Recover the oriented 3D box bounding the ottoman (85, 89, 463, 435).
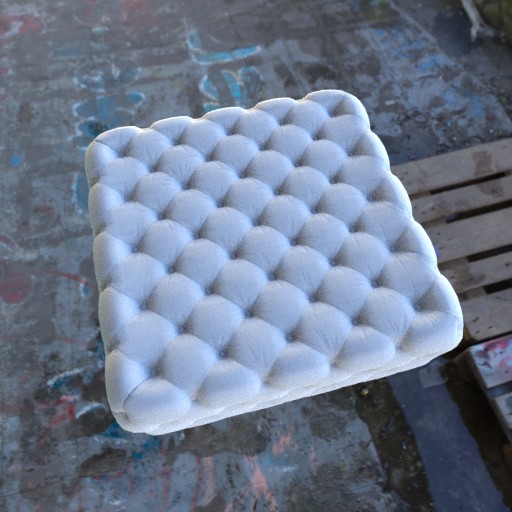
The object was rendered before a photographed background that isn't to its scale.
[{"bbox_3d":[0.000,0.000,1.171,0.755,0.376,0.753,-13,64,-6],"label":"ottoman"}]
